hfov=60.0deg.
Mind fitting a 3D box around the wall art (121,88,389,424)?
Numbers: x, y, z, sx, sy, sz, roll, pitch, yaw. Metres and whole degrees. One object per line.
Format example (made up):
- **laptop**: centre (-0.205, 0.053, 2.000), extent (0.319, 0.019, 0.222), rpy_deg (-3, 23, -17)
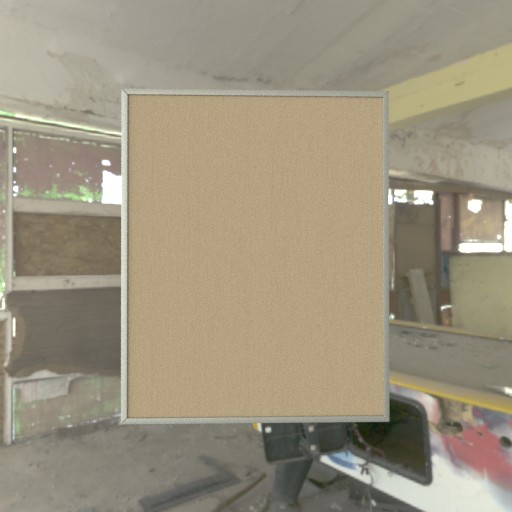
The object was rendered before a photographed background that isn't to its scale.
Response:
- **wall art**: centre (0.000, 0.000, 0.755), extent (0.445, 0.553, 0.039), rpy_deg (0, 0, -2)
